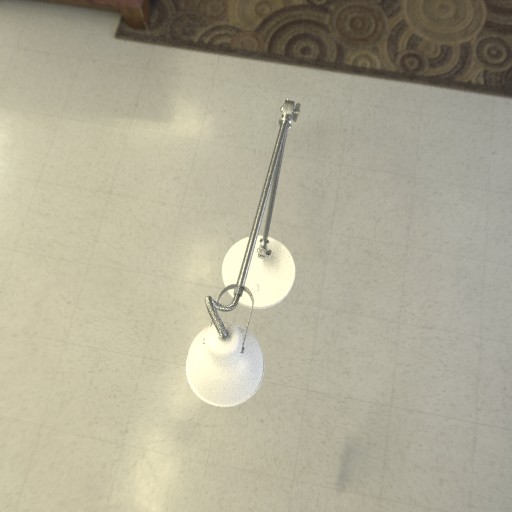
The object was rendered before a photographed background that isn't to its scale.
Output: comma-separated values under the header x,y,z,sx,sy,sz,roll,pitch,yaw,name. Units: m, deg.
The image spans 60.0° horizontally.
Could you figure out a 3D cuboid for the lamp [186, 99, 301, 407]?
x,y,z,sx,sy,sz,roll,pitch,yaw,name
0.000,0.000,0.872,0.187,0.587,0.561,13,76,3,lamp
